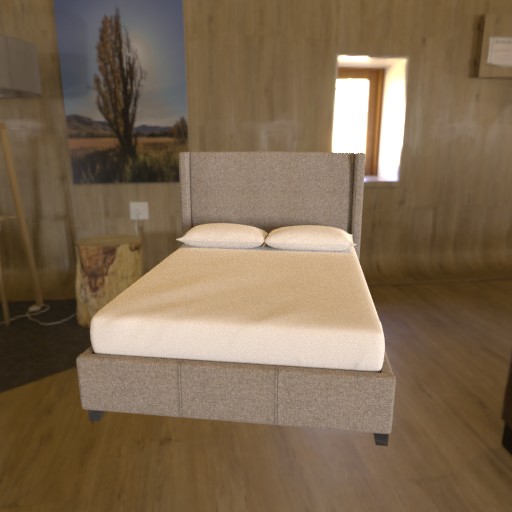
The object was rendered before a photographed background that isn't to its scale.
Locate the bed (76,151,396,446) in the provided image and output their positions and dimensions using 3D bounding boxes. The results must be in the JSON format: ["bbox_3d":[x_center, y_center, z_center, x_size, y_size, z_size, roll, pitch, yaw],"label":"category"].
[{"bbox_3d":[0.000,0.000,3.315,1.714,1.476,2.245,2,15,7],"label":"bed"}]
